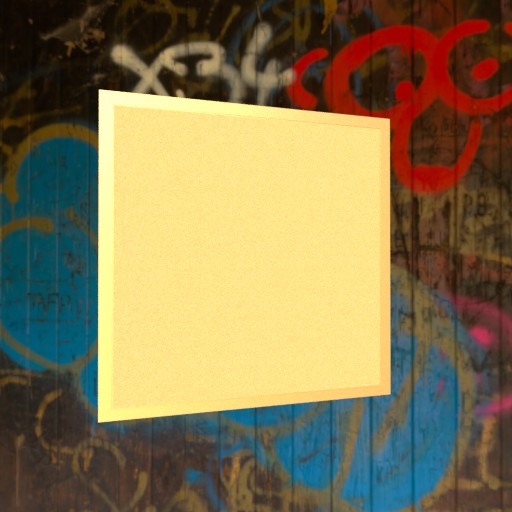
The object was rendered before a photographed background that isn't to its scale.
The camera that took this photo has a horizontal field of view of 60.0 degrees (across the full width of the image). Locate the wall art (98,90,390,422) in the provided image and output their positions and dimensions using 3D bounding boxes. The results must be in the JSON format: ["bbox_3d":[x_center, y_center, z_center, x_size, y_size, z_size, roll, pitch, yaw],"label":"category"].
[{"bbox_3d":[0.000,0.000,2.882,1.926,1.926,0.099,0,-1,-16],"label":"wall art"}]
